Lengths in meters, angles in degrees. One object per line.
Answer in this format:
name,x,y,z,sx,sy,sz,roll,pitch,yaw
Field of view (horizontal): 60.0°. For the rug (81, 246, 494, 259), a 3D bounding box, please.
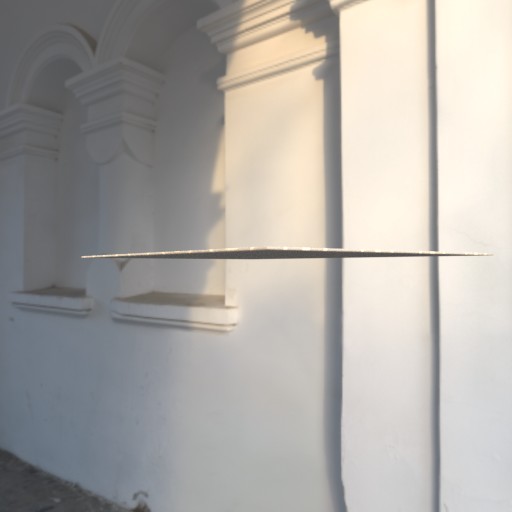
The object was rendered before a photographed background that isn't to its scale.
rug,0.000,0.000,2.636,1.451,0.010,2.080,1,-1,-36
